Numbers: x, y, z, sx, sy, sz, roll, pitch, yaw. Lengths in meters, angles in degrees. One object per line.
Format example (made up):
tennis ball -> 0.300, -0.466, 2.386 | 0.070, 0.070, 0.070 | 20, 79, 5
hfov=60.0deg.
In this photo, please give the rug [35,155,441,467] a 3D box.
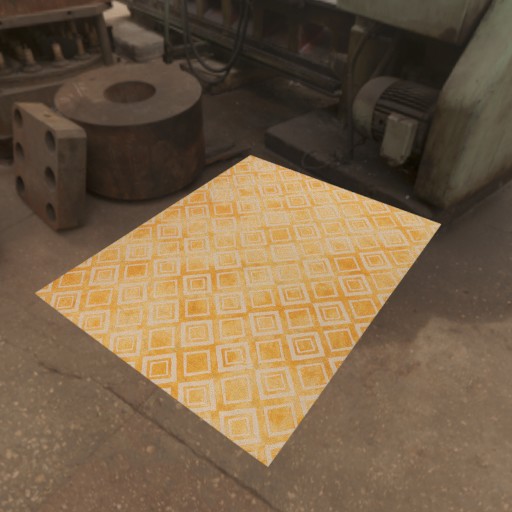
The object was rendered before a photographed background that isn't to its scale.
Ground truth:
rug -> 0.000, 0.000, 4.128 | 2.433, 0.011, 3.037 | 26, 47, 27
